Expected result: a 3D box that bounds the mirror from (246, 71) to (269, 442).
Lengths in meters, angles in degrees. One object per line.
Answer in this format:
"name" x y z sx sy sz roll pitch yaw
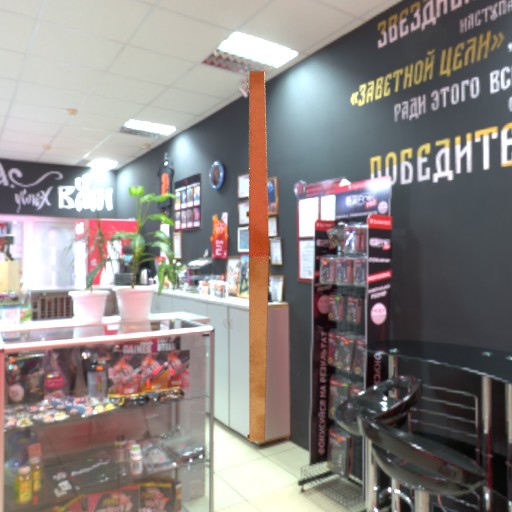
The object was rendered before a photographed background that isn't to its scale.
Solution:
"mirror" 0.000 0.000 0.813 0.032 0.679 0.419 0 0 -1
